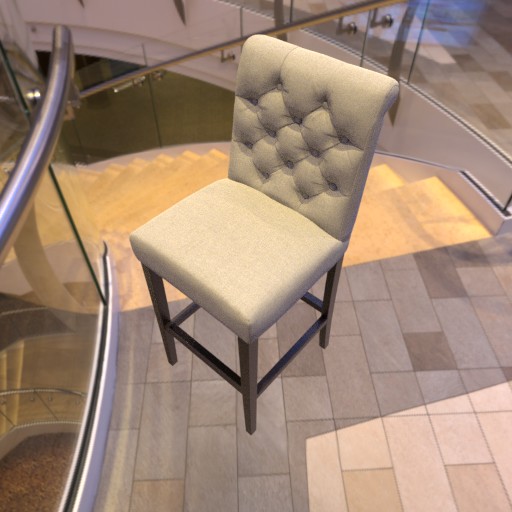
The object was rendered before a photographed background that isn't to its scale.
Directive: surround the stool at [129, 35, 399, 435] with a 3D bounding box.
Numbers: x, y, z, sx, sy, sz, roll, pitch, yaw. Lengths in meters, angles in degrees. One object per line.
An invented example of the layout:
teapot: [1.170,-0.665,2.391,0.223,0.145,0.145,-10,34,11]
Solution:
stool: [0.000,0.000,1.447,0.493,1.140,0.601,33,55,27]
